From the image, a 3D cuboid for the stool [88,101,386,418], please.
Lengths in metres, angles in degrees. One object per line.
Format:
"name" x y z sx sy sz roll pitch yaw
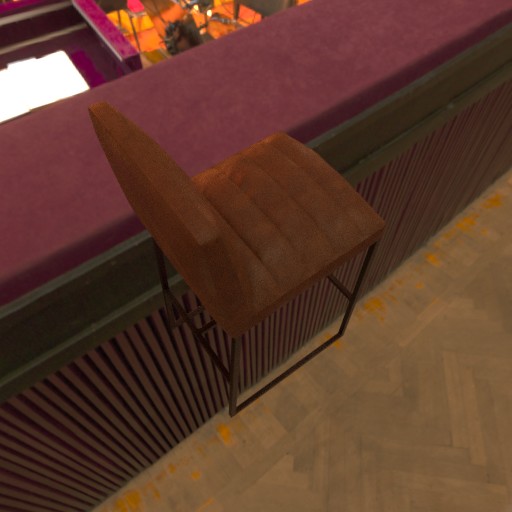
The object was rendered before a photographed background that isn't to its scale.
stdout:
"stool" 0.000 0.000 1.325 0.562 1.065 0.463 -31 61 -19
